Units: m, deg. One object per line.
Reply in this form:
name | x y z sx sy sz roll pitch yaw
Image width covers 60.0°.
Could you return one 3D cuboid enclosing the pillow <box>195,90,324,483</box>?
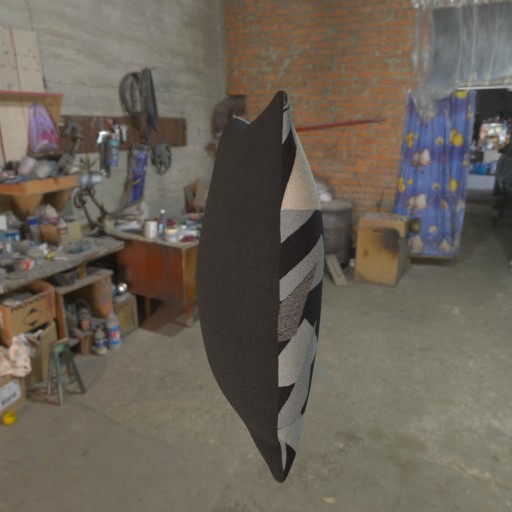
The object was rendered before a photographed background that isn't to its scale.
pillow | 0.000 0.000 0.762 0.208 0.496 0.503 -2 16 -9
